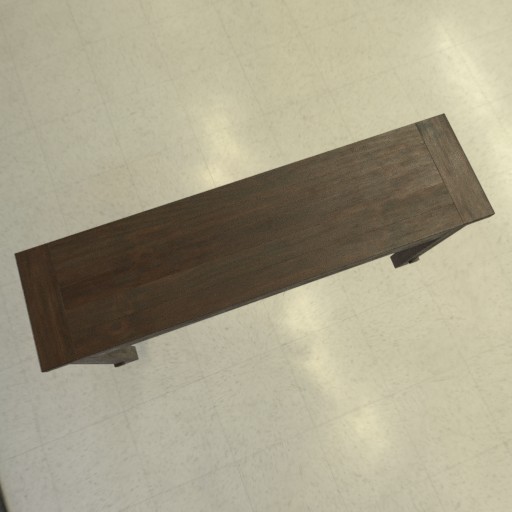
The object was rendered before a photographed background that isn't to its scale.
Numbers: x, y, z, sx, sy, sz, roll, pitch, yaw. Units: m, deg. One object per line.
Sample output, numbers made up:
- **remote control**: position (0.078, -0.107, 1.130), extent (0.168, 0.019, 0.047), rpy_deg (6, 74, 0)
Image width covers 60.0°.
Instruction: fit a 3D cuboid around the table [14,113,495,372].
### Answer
- **table**: position (0.000, 0.000, 1.884), extent (1.599, 0.762, 0.442), rpy_deg (-19, 77, -5)
